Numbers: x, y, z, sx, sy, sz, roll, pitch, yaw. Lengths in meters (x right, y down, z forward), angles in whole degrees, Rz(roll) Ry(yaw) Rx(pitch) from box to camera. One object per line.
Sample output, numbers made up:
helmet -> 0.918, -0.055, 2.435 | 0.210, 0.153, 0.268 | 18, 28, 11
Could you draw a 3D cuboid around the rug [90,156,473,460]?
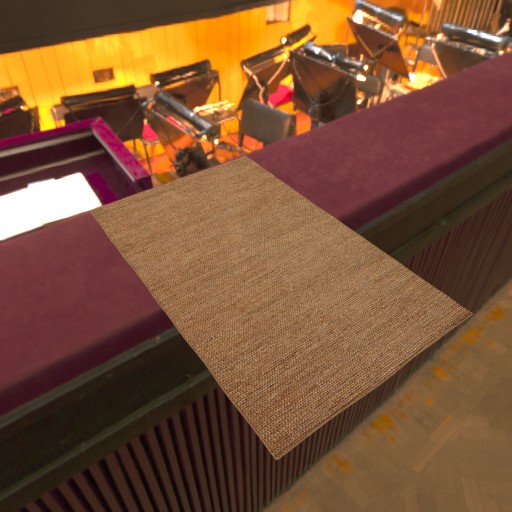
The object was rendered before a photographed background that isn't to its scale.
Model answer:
rug -> 0.000, 0.000, 3.119 | 1.521, 0.034, 2.438 | -25, 47, -26
